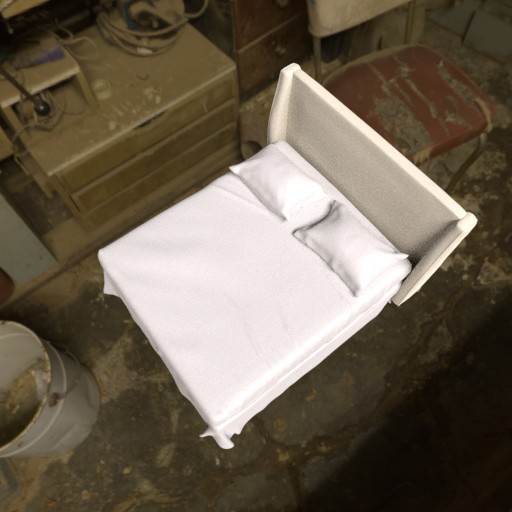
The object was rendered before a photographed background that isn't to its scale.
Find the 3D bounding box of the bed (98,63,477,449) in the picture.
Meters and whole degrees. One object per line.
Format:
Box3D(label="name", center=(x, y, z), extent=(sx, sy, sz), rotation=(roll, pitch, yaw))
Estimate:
Box3D(label="bed", center=(0.000, 0.000, 3.523), extent=(2.276, 1.332, 1.925), rotation=(-35, 68, -16))
